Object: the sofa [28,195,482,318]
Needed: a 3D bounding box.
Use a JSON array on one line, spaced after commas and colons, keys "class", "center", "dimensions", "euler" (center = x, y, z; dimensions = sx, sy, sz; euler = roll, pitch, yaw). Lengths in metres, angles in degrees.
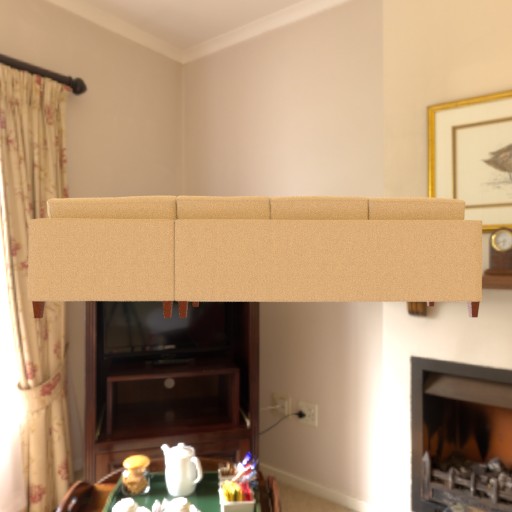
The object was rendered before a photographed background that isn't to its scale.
[{"class": "sofa", "center": [0.000, 0.000, 4.125], "dimensions": [3.471, 0.954, 1.599], "euler": [0, 0, -1]}]
